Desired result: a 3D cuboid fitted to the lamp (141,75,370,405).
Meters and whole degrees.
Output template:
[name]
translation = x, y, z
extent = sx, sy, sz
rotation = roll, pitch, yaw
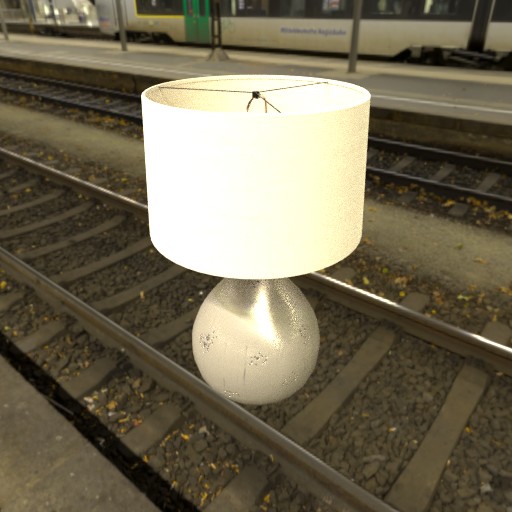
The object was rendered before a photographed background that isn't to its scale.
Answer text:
[lamp]
translation = 0.000, 0.000, 0.736
extent = 0.330, 0.521, 0.330
rotation = 0, 30, 0
